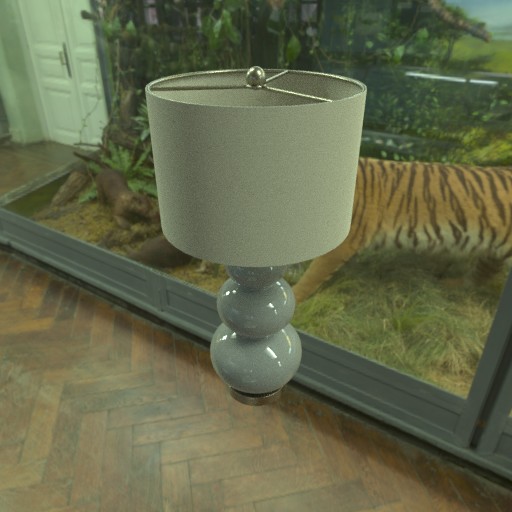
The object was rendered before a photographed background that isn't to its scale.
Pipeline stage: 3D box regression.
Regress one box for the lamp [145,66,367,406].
[{"bbox_3d":[0.000,0.000,0.921,0.367,0.730,0.367,1,30,2],"label":"lamp"}]
